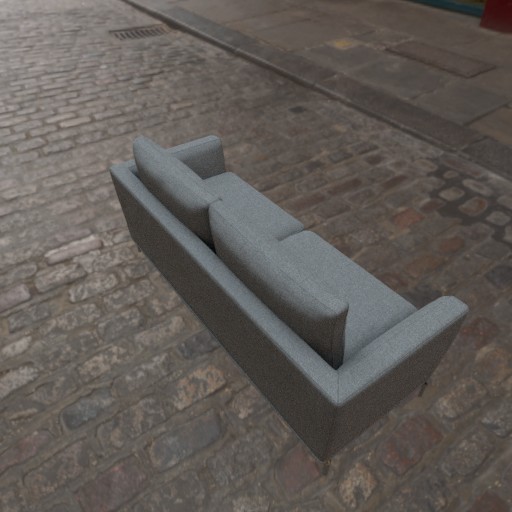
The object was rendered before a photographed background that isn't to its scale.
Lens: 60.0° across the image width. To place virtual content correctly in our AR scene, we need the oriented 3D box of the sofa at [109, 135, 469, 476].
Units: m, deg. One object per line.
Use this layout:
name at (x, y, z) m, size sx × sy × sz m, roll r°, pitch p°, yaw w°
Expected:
sofa at (0.000, 0.000, 2.670) m, size 0.869 × 1.002 × 2.212 m, roll -26°, pitch 47°, yaw -27°
